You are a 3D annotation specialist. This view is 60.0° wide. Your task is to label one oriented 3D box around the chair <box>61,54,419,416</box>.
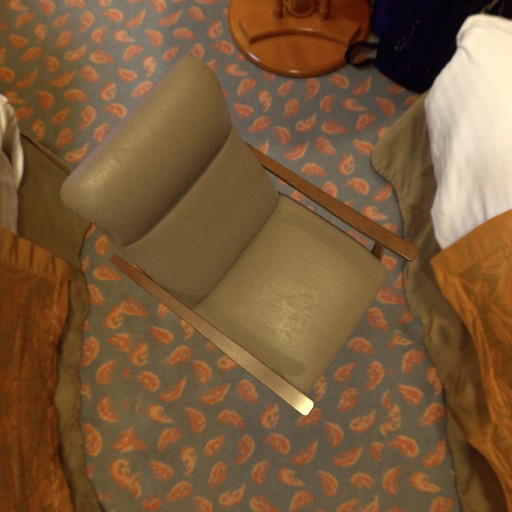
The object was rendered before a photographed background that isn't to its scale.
[{"bbox_3d":[0.000,0.000,1.782,1.014,1.082,0.762,36,78,9],"label":"chair"}]
